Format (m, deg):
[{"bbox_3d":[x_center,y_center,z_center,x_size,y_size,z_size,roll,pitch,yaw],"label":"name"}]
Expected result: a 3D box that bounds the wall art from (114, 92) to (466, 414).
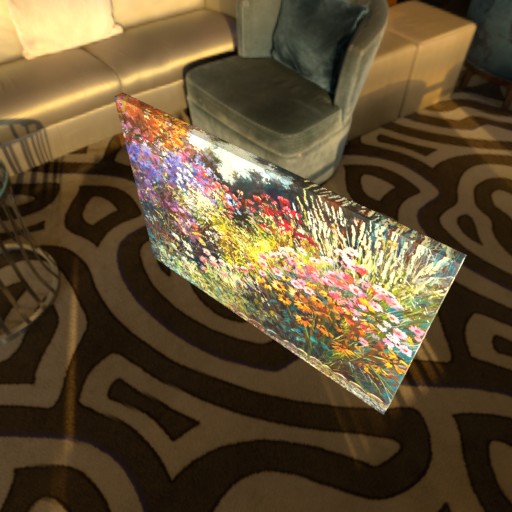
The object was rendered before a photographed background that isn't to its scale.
[{"bbox_3d":[0.000,0.000,1.462,1.136,0.760,0.042,31,54,25],"label":"wall art"}]
